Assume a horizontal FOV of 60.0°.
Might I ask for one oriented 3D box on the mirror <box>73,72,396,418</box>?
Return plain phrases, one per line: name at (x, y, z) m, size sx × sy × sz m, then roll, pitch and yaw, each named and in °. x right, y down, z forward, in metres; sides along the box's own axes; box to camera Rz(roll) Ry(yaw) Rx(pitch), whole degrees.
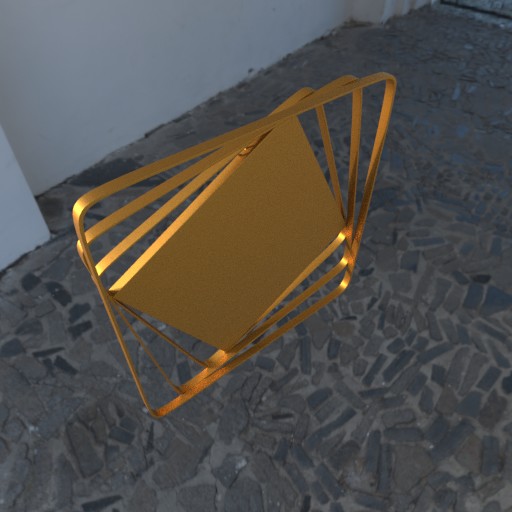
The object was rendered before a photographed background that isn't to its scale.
mirror at (0.000, 0.000, 0.676) m, size 0.470 × 0.468 × 0.045 m, roll -30°, pitch 53°, yaw -25°
